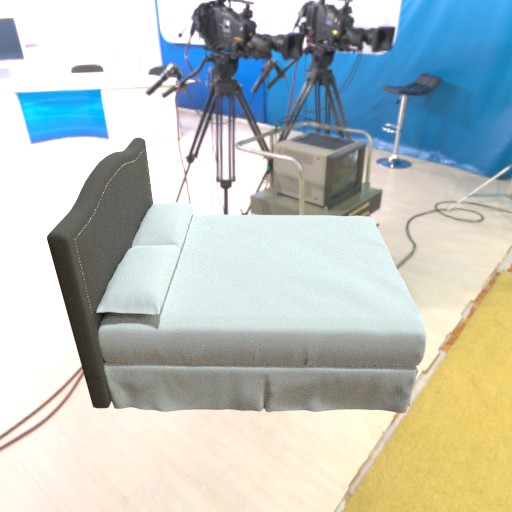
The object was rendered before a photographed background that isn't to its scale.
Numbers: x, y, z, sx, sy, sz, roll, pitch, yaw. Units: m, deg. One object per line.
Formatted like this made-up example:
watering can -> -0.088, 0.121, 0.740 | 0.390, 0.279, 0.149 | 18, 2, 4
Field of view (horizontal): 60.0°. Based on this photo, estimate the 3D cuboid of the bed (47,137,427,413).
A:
bed -> 0.000, 0.000, 3.144 | 2.036, 1.387, 1.666 | 1, 31, 1
